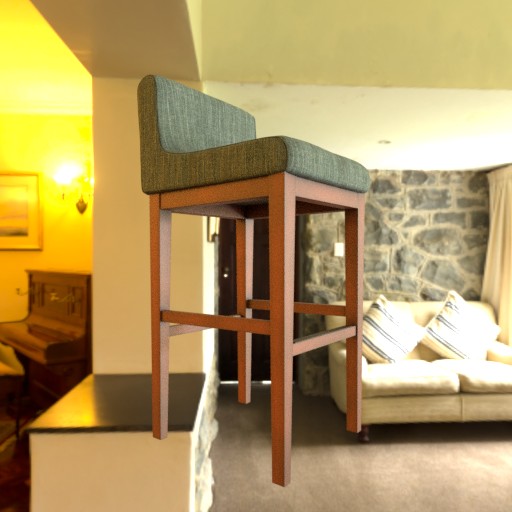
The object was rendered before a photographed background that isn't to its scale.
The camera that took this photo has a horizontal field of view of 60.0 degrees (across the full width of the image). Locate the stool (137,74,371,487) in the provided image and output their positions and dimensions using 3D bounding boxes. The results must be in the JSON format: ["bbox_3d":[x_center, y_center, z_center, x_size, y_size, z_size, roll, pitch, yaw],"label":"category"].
[{"bbox_3d":[0.000,0.000,1.207,0.499,0.965,0.426,0,0,37],"label":"stool"}]
